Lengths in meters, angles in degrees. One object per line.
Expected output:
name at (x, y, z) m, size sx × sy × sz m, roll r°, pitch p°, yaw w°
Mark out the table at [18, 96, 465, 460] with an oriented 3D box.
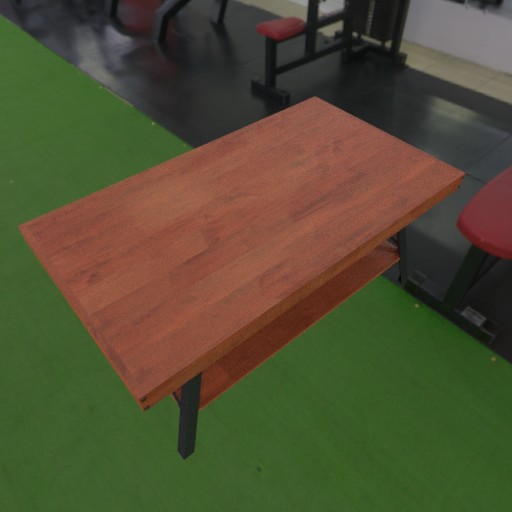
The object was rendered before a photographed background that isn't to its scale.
table at (0.000, 0.000, 1.365) m, size 1.067 × 0.457 × 0.610 m, roll -31°, pitch 54°, yaw -26°
